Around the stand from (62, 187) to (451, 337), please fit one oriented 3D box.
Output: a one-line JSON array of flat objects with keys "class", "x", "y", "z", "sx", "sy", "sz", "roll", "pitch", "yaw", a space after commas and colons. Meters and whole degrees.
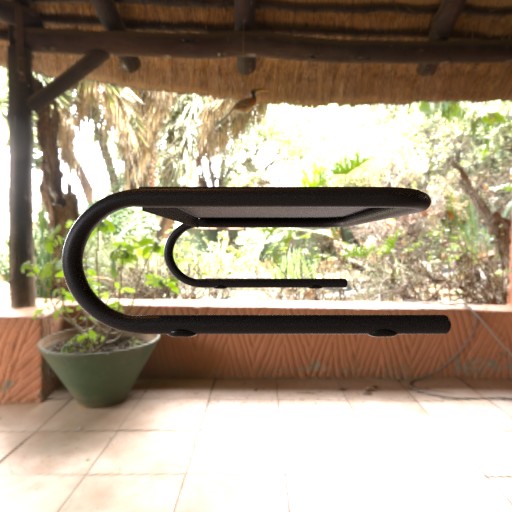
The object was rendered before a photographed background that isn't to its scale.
[{"class": "stand", "x": 0.000, "y": 0.000, "z": 0.498, "sx": 0.280, "sy": 0.108, "sz": 0.370, "roll": 0, "pitch": 1, "yaw": 0}]
